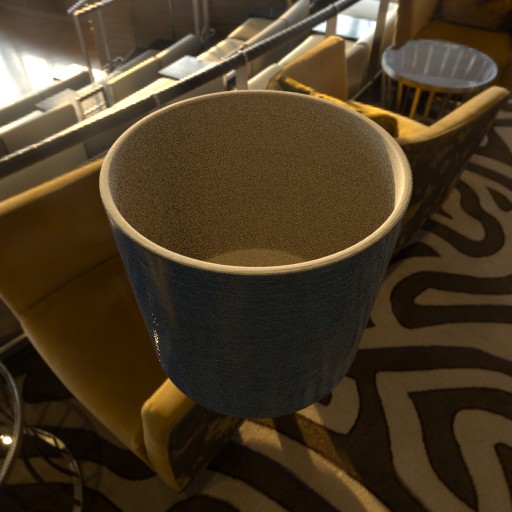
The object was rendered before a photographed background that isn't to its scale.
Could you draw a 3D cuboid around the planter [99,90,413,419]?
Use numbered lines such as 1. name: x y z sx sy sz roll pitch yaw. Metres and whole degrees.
1. planter: 0.000 0.000 0.394 0.221 0.201 0.221 0 46 0
